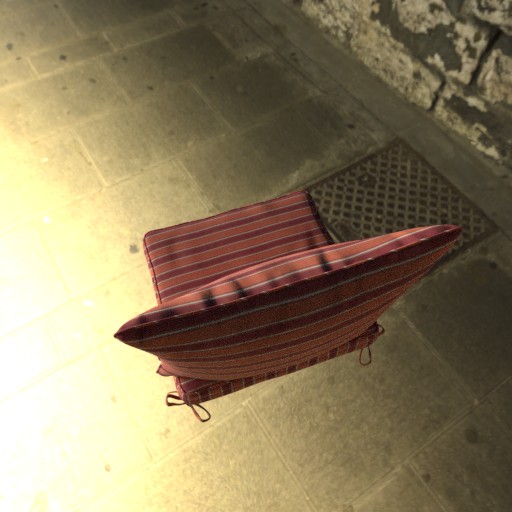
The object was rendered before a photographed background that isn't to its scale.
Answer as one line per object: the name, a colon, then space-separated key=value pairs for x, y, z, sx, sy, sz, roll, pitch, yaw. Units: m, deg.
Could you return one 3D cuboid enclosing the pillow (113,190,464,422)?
pillow: x=0.000 y=0.000 z=1.366 sx=0.799 sy=0.723 sz=0.733 roll=-16 pitch=60 yaw=-10
